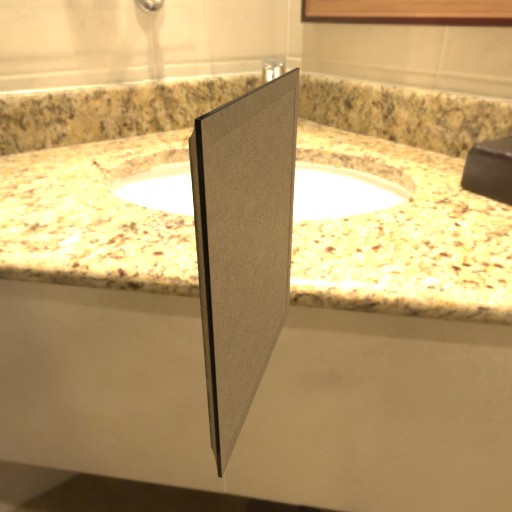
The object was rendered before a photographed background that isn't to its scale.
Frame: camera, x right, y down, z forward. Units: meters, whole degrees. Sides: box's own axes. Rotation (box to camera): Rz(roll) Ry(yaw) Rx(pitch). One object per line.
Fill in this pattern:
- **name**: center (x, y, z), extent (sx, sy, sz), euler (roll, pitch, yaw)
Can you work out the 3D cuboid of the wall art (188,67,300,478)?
- **wall art**: center (0.000, 0.000, 0.629), extent (0.023, 0.457, 0.381), euler (8, 30, 15)
